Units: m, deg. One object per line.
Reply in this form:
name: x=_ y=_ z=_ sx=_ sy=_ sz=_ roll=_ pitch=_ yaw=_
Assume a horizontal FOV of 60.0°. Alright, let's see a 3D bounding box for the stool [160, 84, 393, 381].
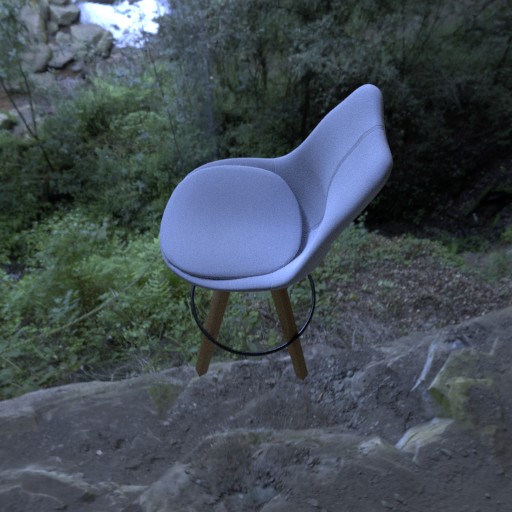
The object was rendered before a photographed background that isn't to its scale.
stool: x=0.000 y=0.000 z=1.406 sx=0.550 sy=1.115 sz=0.484 roll=2 pitch=59 yaw=1
